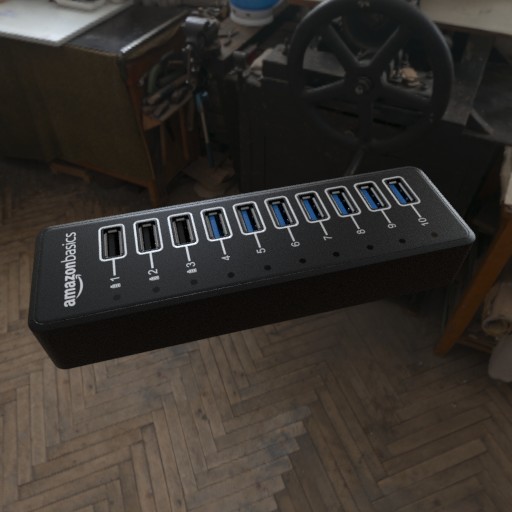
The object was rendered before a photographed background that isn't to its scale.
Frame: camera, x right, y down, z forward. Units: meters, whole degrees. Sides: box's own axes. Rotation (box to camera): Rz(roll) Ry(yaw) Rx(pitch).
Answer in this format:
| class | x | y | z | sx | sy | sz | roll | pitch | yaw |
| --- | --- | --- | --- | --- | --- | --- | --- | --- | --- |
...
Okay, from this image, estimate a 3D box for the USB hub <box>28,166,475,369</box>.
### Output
| class | x | y | z | sx | sy | sz | roll | pitch | yaw |
| --- | --- | --- | --- | --- | --- | --- | --- | --- | --- |
| USB hub | 0.000 | 0.000 | 0.159 | 0.145 | 0.023 | 0.044 | -11 | 49 | -10 |
